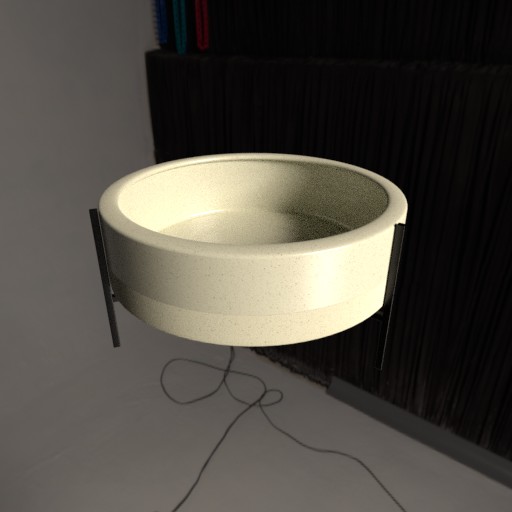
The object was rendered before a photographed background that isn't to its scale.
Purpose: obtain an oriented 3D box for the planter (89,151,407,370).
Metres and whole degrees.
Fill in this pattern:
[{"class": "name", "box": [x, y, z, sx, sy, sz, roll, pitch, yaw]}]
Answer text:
[{"class": "planter", "box": [0.000, 0.000, 0.537, 0.345, 0.171, 0.336, 19, 32, 33]}]
